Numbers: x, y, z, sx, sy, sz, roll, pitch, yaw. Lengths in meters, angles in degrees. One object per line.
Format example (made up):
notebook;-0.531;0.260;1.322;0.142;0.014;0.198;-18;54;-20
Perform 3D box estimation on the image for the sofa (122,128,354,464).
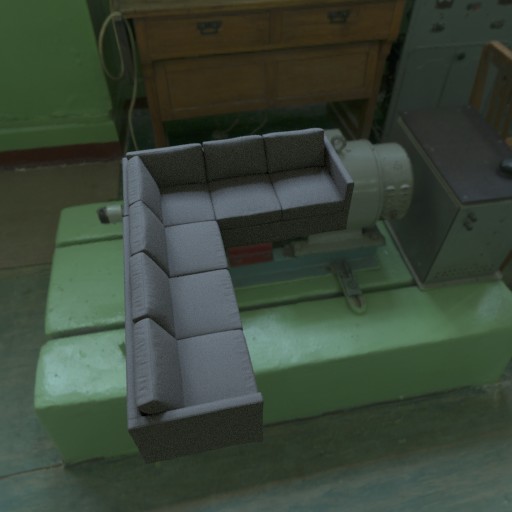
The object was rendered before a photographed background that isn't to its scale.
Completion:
sofa;0.000;0.000;4.316;2.432;0.871;3.182;-9;48;-8
